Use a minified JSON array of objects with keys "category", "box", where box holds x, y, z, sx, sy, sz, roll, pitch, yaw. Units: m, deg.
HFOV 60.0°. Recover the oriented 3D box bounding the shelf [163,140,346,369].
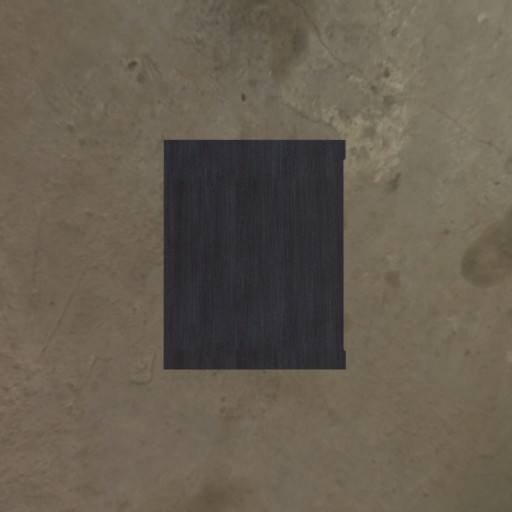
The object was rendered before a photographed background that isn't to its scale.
[{"category":"shelf","box":[0.000,0.000,1.989,0.472,1.727,0.584,0,90,0]}]
